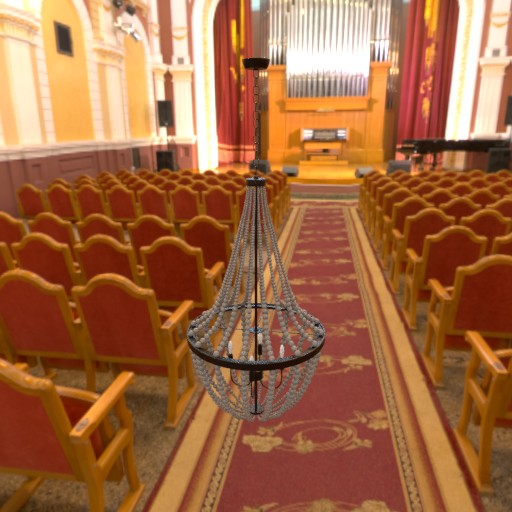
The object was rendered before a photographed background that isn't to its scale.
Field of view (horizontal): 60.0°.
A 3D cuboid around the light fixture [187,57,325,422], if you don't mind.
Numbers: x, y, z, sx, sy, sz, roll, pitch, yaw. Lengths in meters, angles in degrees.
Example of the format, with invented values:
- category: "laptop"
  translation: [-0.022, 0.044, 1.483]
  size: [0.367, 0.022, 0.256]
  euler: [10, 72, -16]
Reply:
- category: "light fixture"
  translation: [0.000, 0.000, 1.387]
  size: [0.450, 1.133, 0.450]
  euler: [0, 16, 0]
